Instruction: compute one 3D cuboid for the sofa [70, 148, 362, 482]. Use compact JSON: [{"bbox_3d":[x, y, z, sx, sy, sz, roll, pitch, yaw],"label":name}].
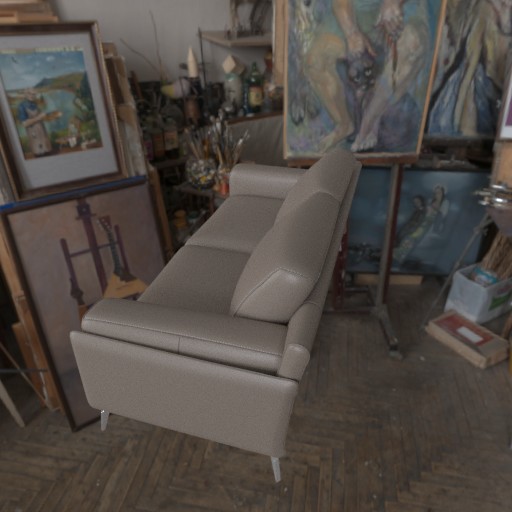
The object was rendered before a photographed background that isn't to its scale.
[{"bbox_3d":[0.000,0.000,2.555,1.049,0.930,2.101,9,32,14],"label":"sofa"}]
